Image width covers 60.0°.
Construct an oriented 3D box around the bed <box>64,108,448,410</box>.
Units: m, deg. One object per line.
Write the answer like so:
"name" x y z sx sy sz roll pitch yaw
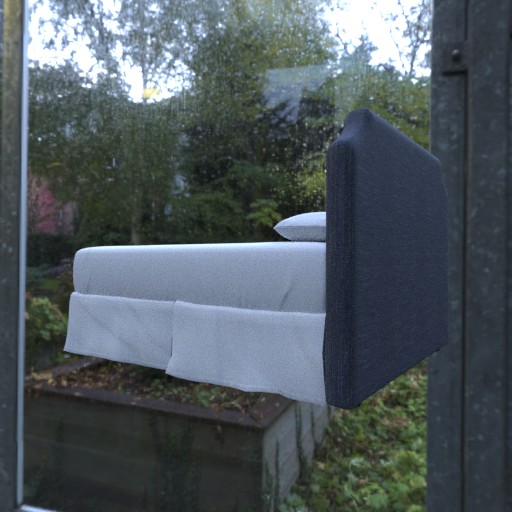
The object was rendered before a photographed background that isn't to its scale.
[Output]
"bed" 0.000 0.000 3.027 2.116 1.290 1.693 0 0 36
